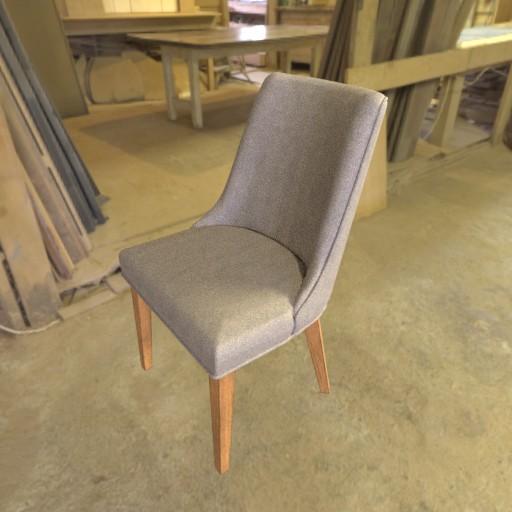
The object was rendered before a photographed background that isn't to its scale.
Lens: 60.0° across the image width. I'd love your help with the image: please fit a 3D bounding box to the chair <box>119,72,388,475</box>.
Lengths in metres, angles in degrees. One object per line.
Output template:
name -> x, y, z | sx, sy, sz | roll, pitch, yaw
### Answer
chair -> 0.000, 0.000, 1.291 | 0.636, 0.916, 0.548 | -21, 37, -31
